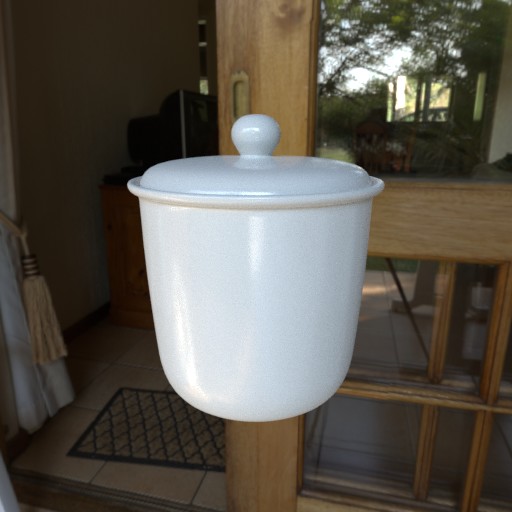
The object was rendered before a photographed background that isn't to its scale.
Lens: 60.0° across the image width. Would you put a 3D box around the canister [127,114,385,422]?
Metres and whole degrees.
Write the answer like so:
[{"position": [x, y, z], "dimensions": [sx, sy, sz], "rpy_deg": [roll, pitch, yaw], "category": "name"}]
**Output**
[{"position": [0.000, 0.000, 0.341], "dimensions": [0.182, 0.208, 0.182], "rpy_deg": [0, 16, 0], "category": "canister"}]
